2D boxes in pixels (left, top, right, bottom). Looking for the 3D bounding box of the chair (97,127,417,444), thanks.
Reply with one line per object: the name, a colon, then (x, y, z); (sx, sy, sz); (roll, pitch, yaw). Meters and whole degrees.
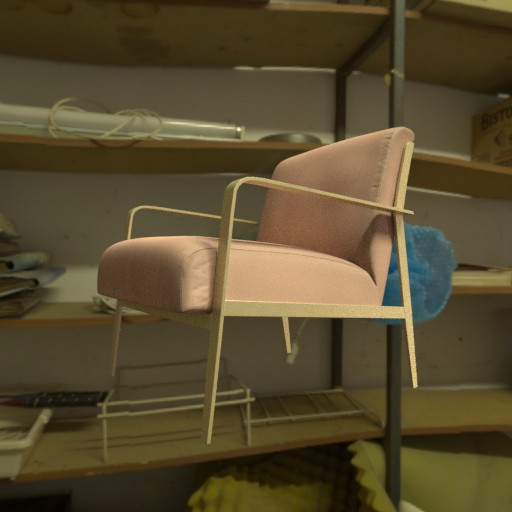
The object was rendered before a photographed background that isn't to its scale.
chair: (0.000, 0.000, 1.425); (0.848, 0.823, 0.701); (0, 0, -35)
